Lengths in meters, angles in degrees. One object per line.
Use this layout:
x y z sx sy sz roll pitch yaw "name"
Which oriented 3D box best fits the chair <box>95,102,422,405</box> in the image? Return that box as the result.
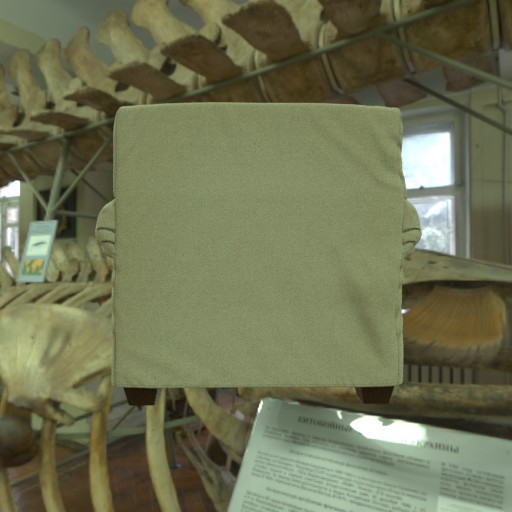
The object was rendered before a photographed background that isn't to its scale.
0.000 0.000 1.733 0.940 0.866 1.066 0 -1 -1 "chair"
